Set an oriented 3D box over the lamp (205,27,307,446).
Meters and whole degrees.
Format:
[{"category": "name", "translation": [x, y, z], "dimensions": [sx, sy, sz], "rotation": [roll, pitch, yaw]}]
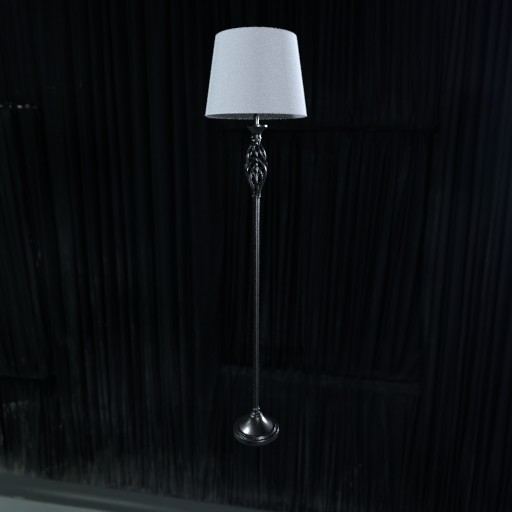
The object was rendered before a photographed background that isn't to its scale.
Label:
[{"category": "lamp", "translation": [0.000, 0.000, 1.794], "dimensions": [0.379, 1.623, 0.379], "rotation": [0, 14, 0]}]
